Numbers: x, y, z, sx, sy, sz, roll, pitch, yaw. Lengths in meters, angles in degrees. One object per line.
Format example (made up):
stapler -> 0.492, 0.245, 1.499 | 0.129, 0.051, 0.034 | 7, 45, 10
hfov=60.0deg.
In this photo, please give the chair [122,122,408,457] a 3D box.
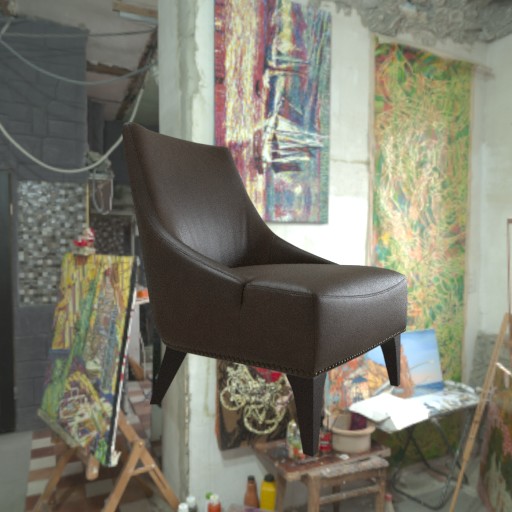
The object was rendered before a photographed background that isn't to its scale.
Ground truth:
chair -> 0.000, 0.000, 1.511 | 0.861, 0.909, 0.701 | 1, 2, 36
